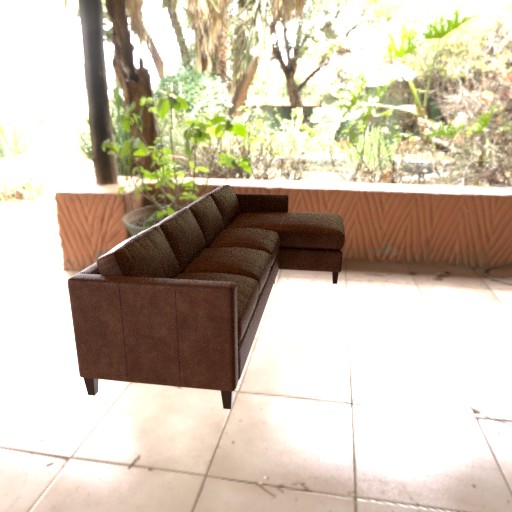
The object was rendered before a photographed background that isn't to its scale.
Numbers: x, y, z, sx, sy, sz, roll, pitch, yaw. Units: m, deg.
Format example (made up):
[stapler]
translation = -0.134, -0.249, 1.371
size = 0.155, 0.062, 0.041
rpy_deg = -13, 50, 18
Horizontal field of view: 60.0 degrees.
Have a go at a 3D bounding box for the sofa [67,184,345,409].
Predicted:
[sofa]
translation = 0.000, 0.000, 3.884
size = 1.581, 0.883, 3.203
rpy_deg = 3, 17, 9
